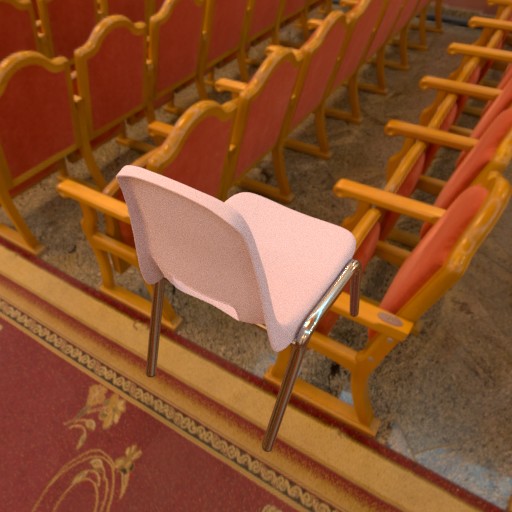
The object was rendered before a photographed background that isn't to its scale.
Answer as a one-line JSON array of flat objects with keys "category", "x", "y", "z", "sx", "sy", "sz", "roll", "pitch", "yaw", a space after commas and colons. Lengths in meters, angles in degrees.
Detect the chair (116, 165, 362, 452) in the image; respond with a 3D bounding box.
[{"category": "chair", "x": 0.000, "y": 0.000, "z": 0.856, "sx": 0.354, "sy": 0.586, "sz": 0.423, "roll": 24, "pitch": 50, "yaw": 22}]
